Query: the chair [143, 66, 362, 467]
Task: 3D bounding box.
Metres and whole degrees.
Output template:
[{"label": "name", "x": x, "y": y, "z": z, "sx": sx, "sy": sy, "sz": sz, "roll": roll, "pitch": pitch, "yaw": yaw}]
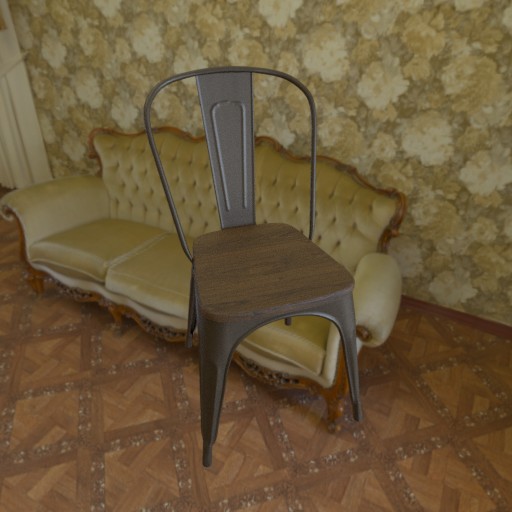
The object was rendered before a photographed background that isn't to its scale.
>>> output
[{"label": "chair", "x": 0.000, "y": 0.000, "z": 1.154, "sx": 0.451, "sy": 0.844, "sz": 0.532, "roll": -10, "pitch": 33, "yaw": -16}]
